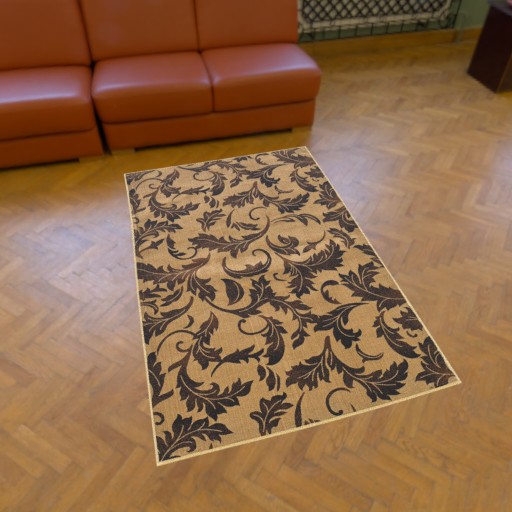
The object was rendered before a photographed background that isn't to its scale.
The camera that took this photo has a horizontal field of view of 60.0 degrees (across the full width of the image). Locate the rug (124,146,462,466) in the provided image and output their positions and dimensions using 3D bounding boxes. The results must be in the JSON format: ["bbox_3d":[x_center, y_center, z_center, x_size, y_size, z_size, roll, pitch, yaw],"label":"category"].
[{"bbox_3d":[0.000,0.000,2.838,1.522,0.008,2.284,-11,47,-11],"label":"rug"}]
